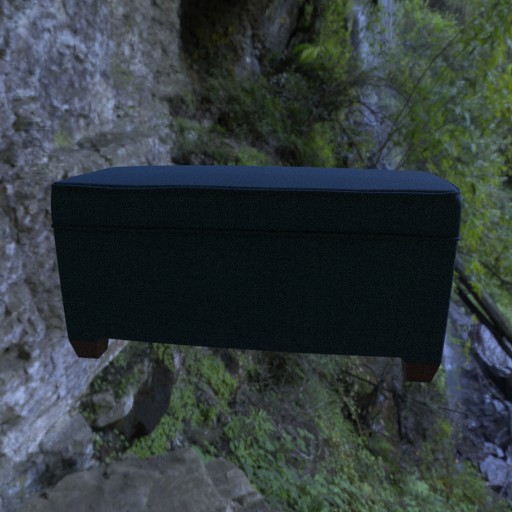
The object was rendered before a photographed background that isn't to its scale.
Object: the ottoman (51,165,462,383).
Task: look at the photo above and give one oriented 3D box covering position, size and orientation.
[{"bbox_3d":[0.000,0.000,1.229,0.943,0.474,0.474,2,17,7],"label":"ottoman"}]
